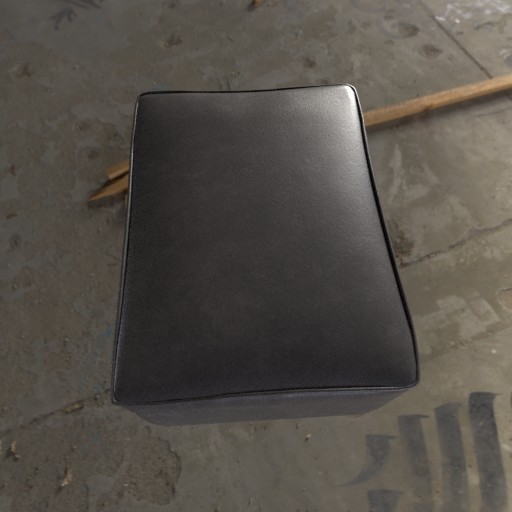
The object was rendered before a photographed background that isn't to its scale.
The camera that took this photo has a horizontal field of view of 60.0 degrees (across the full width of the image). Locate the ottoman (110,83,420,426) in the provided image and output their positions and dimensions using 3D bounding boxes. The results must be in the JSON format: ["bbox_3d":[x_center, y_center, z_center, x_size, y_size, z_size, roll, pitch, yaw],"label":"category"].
[{"bbox_3d":[0.000,0.000,1.093,0.554,0.445,0.756,-3,63,-2],"label":"ottoman"}]
